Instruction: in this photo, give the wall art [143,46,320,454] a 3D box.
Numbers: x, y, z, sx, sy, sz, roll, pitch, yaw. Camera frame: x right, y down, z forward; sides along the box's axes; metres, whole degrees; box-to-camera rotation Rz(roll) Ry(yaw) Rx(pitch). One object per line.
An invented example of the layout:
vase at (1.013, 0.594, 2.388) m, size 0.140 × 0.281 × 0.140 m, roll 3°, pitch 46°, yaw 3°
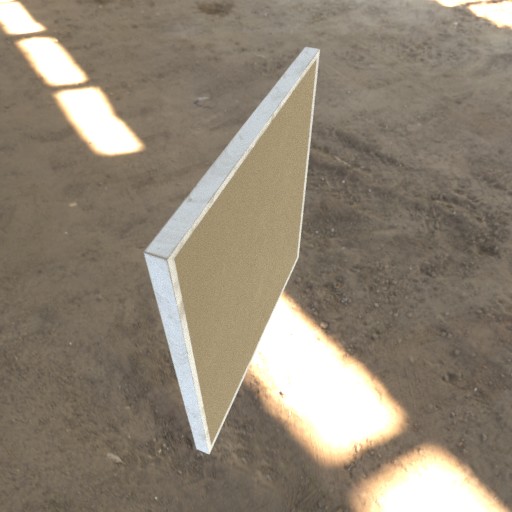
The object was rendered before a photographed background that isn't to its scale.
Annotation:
wall art at (0.000, 0.000, 1.134) m, size 0.038 × 0.757 × 0.760 m, roll 16°, pitch 49°, yaw 15°
